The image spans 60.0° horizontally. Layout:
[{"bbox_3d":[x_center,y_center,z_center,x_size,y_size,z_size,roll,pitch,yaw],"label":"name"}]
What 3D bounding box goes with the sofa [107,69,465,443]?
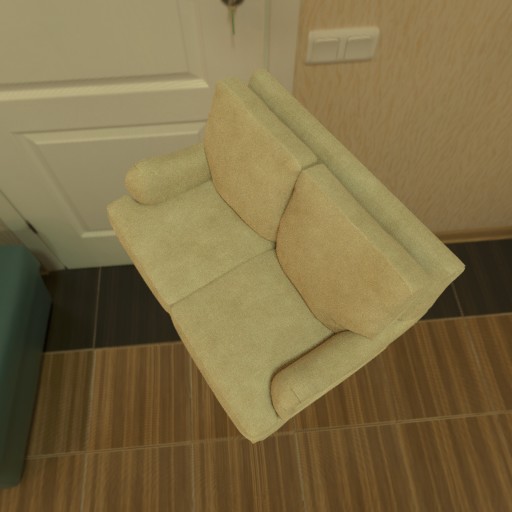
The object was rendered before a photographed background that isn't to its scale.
[{"bbox_3d":[0.000,0.000,2.301,1.086,1.087,1.498,-31,66,-16],"label":"sofa"}]
